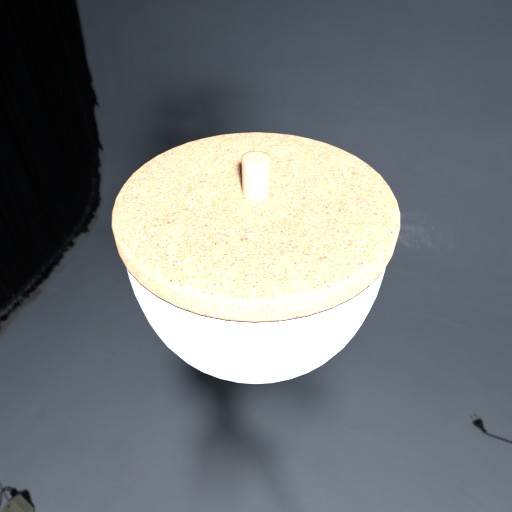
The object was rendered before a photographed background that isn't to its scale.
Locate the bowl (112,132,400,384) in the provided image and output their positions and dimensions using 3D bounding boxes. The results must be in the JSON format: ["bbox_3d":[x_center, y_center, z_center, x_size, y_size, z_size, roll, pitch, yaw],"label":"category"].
[{"bbox_3d":[0.000,0.000,0.221,0.126,0.110,0.126,0,42,0],"label":"bowl"}]
